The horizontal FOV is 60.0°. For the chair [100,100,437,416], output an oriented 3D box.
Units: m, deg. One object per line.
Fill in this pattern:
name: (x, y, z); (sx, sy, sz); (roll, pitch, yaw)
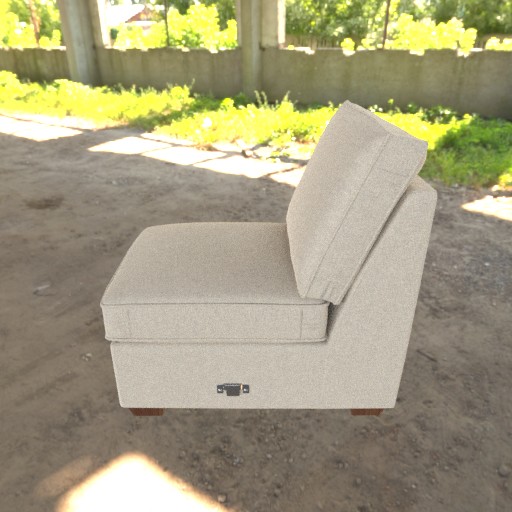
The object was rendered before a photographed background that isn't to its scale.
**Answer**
chair: (0.000, 0.000, 1.543); (0.938, 0.970, 0.621); (0, 26, 0)
